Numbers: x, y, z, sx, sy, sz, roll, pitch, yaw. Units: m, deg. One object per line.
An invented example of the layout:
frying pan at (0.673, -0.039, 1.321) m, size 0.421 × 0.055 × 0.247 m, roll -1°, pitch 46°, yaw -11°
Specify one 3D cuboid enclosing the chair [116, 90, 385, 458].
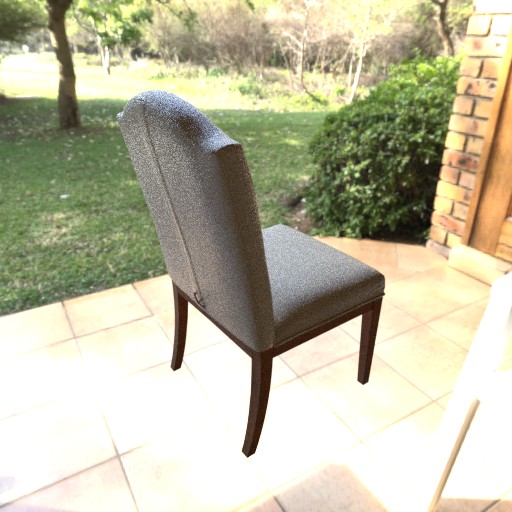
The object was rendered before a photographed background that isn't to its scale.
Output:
chair at (0.000, 0.000, 1.383) m, size 0.648 × 1.012 × 0.534 m, roll -19°, pitch 32°, yaw -32°
